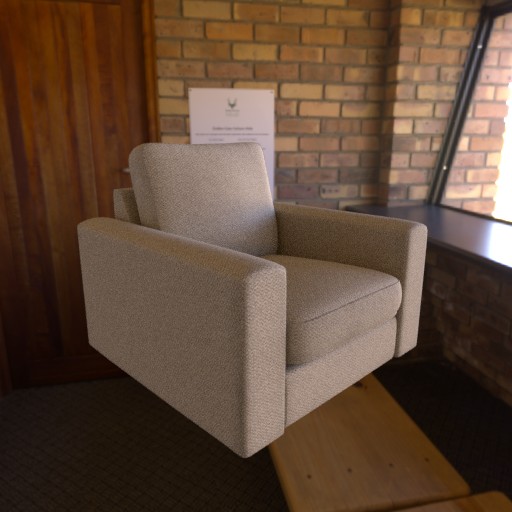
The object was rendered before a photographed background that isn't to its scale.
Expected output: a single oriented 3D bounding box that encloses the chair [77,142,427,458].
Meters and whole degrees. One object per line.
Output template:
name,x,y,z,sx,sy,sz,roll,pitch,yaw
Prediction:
chair,0.000,0.000,1.766,1.005,0.873,1.016,-14,20,-42
